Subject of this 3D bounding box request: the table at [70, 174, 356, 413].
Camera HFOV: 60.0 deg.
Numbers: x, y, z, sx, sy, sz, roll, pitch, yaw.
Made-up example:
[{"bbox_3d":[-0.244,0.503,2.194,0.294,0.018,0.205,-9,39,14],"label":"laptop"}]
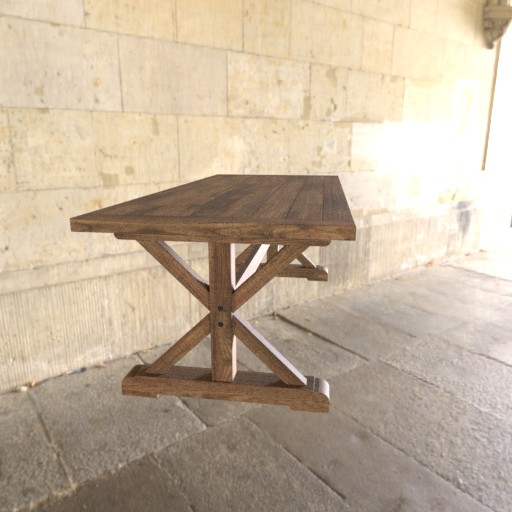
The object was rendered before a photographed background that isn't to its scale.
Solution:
[{"bbox_3d":[0.000,0.000,2.427,0.907,0.733,2.031,2,15,8],"label":"table"}]
